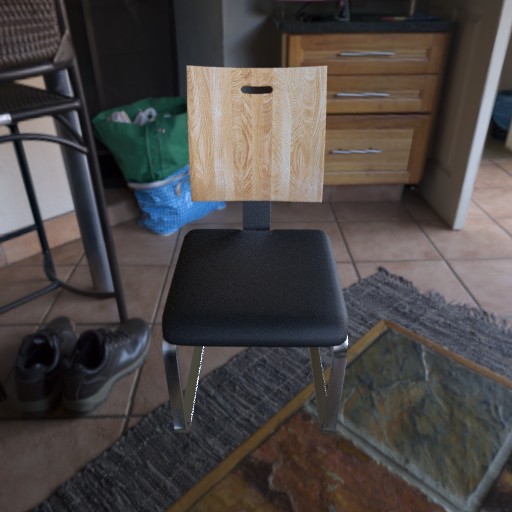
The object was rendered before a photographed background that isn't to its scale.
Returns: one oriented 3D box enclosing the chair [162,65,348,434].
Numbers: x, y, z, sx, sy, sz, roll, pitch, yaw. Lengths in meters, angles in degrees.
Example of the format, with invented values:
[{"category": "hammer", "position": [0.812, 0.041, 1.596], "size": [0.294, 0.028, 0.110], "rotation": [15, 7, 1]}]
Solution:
[{"category": "chair", "position": [0.000, 0.000, 1.243], "size": [0.462, 0.936, 0.560], "rotation": [0, 30, 1]}]
